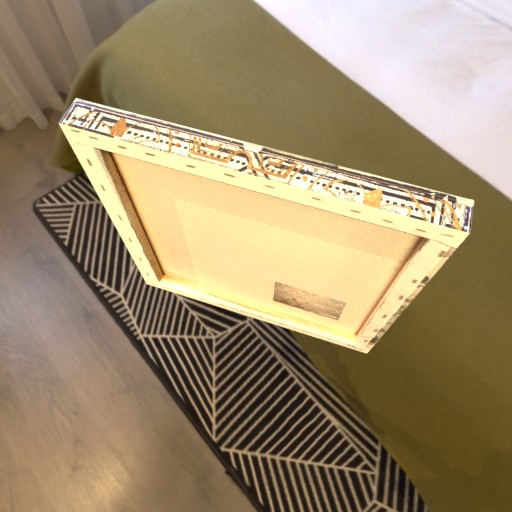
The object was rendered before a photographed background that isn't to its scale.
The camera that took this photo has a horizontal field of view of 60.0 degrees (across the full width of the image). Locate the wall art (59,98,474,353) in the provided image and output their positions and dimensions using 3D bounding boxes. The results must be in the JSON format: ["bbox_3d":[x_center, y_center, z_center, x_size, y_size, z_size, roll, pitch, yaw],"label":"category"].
[{"bbox_3d":[0.000,0.000,0.611,0.411,0.410,0.038,16,64,8],"label":"wall art"}]
